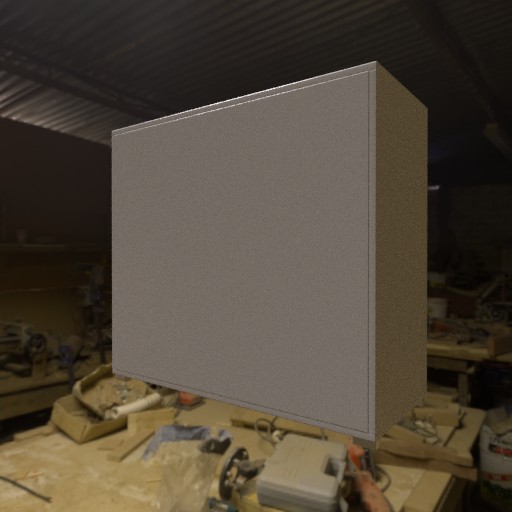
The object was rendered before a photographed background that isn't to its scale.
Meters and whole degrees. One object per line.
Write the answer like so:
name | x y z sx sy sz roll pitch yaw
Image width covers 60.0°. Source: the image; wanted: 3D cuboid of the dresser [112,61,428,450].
dresser | 0.000 0.000 1.640 1.100 1.000 0.460 0 1 36
